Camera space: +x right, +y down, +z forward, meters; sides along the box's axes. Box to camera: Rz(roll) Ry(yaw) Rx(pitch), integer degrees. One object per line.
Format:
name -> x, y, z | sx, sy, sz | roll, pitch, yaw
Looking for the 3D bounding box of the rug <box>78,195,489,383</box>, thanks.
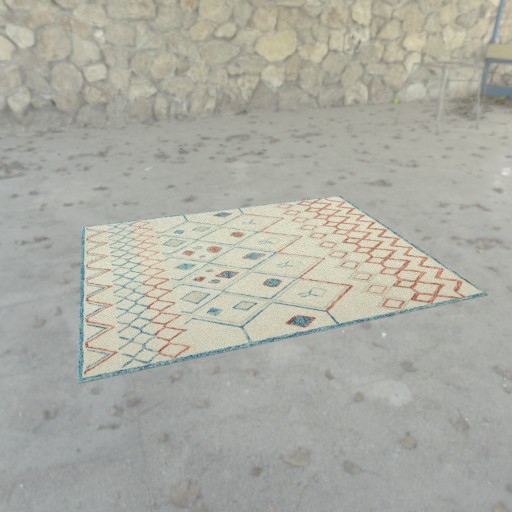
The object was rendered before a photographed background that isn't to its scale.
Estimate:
rug -> 0.000, 0.000, 4.080 | 3.050, 0.016, 2.441 | -9, 29, -17
